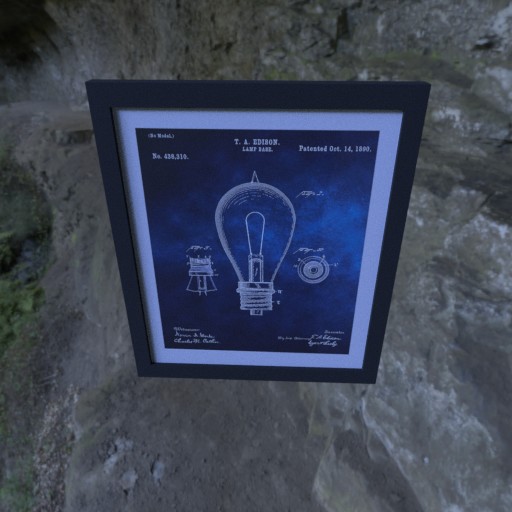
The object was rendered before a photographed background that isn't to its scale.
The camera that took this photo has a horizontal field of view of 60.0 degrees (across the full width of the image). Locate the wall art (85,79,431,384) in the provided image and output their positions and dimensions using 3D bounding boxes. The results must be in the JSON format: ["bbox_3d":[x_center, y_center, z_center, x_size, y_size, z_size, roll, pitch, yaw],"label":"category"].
[{"bbox_3d":[0.000,0.000,0.682,0.428,0.505,0.023,1,30,2],"label":"wall art"}]
